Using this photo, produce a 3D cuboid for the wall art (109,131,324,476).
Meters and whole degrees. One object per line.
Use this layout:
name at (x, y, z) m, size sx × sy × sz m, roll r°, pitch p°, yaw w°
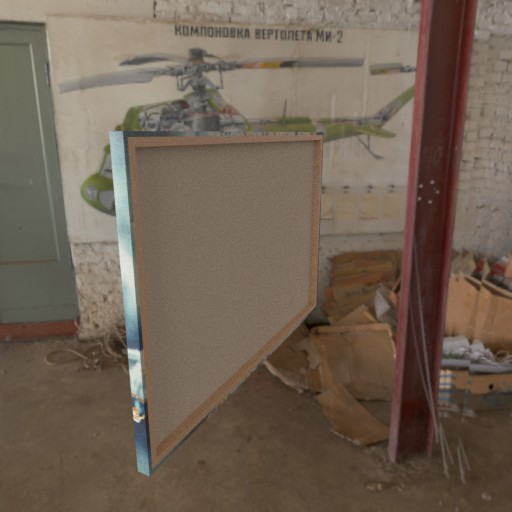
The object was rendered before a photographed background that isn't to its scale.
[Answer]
wall art at (0.000, 0.000, 1.407) m, size 0.035 × 0.759 × 1.138 m, roll 8°, pitch 17°, yaw 26°
